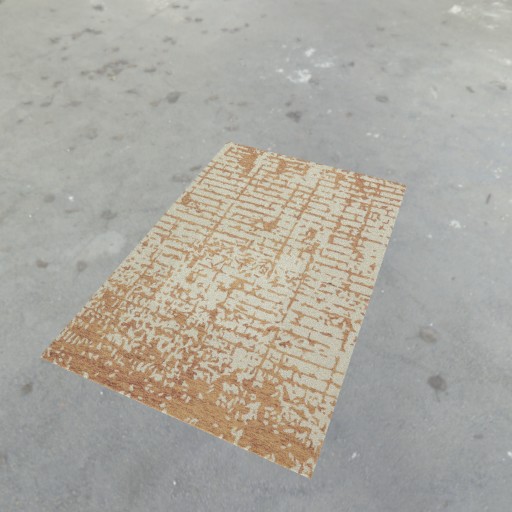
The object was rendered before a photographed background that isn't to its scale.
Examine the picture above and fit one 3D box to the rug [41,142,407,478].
[{"bbox_3d":[0.000,0.000,2.304,1.219,0.011,1.829,18,49,16],"label":"rug"}]
